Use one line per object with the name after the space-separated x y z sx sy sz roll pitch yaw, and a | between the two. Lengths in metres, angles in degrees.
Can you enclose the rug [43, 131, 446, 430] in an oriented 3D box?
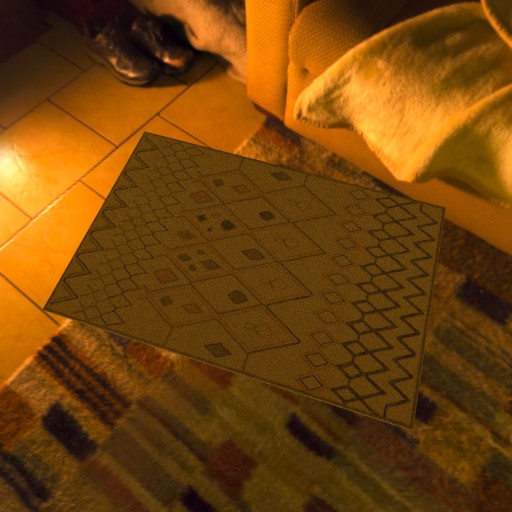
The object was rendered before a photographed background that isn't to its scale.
0.000 0.000 2.331 1.829 0.016 1.219 16 64 8 | rug
